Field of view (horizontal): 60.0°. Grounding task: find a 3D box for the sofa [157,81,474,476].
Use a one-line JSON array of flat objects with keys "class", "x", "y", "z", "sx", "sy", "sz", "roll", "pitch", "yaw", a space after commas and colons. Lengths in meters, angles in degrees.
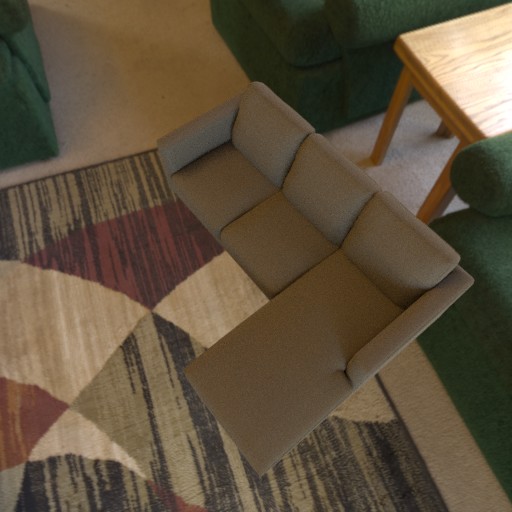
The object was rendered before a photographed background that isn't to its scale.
[{"class": "sofa", "x": 0.000, "y": 0.000, "z": 2.869, "sx": 1.591, "sy": 0.897, "sz": 2.031, "roll": -35, "pitch": 68, "yaw": -17}]
